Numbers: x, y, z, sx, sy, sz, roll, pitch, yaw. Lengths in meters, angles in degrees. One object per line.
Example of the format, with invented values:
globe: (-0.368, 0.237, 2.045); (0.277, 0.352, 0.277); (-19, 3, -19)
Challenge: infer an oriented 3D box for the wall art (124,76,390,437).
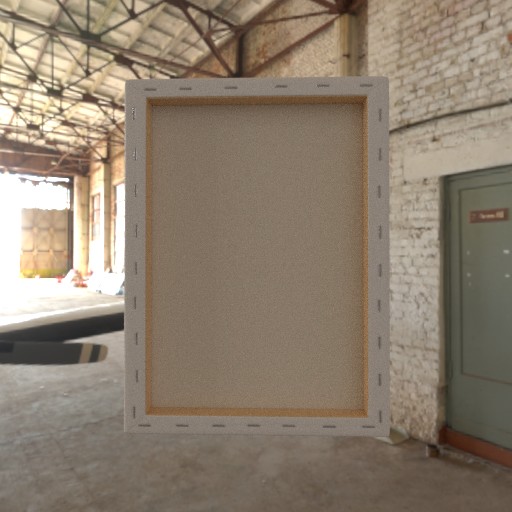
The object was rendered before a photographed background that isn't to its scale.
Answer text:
wall art: (0.000, 0.000, 0.776); (0.455, 0.613, 0.037); (0, 0, 2)
